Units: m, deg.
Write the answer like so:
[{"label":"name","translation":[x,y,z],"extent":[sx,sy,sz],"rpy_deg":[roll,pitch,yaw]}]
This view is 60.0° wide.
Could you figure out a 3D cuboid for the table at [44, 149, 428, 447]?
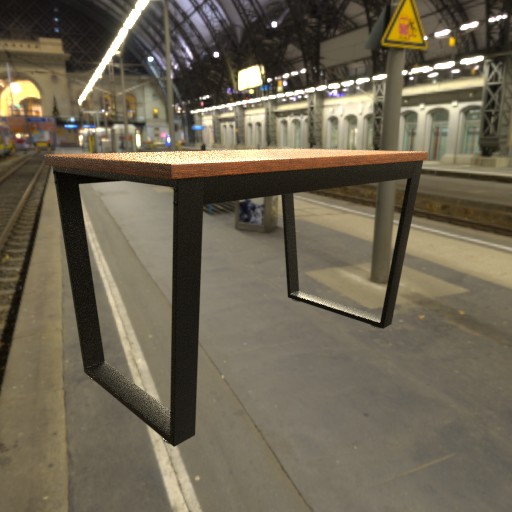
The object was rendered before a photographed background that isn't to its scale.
[{"label":"table","translation":[0.000,0.000,1.681],"extent":[1.205,0.760,0.714],"rpy_deg":[-14,20,-43]}]
